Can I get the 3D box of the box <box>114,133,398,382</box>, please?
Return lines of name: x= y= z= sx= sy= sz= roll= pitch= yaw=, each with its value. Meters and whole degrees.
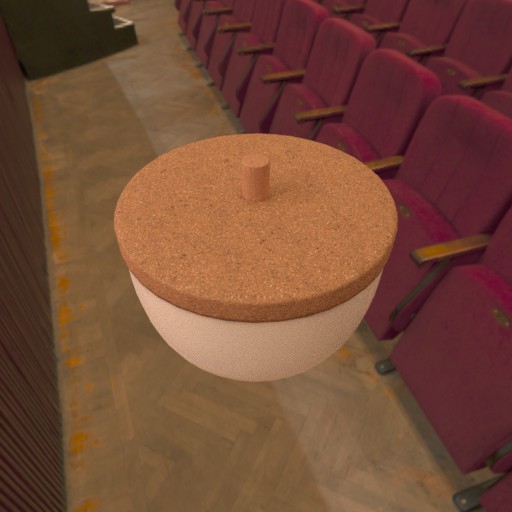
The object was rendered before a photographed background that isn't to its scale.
box: x=0.000 y=0.000 z=0.191 sx=0.107 sy=0.094 sz=0.107 roll=0 pitch=43 yaw=0
